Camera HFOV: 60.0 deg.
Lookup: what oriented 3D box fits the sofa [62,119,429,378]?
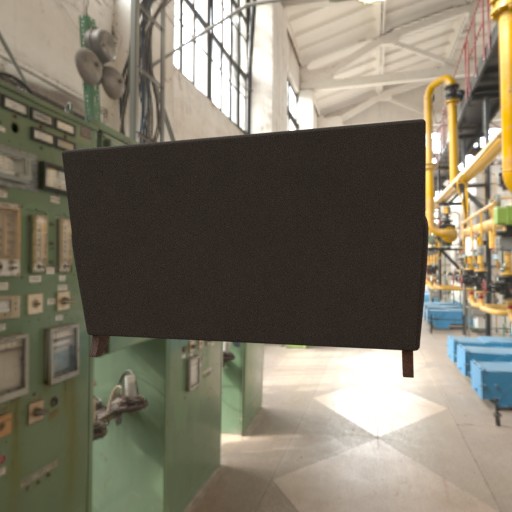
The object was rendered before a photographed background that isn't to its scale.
[{"bbox_3d":[0.000,0.000,1.963,1.420,0.846,0.871,0,-2,16],"label":"sofa"}]
